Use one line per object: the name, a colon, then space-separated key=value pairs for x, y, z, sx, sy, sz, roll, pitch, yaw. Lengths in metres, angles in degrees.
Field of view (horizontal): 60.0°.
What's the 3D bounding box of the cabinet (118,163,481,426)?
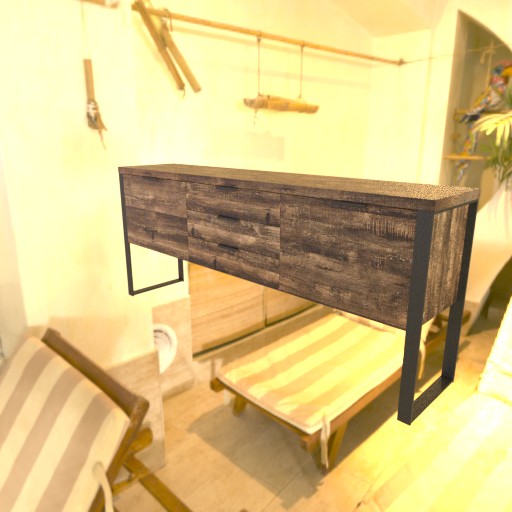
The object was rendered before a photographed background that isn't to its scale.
cabinet: x=0.000 y=0.000 z=2.113 sx=1.800 sy=0.762 sz=0.395 roll=15 pitch=21 yaw=42
